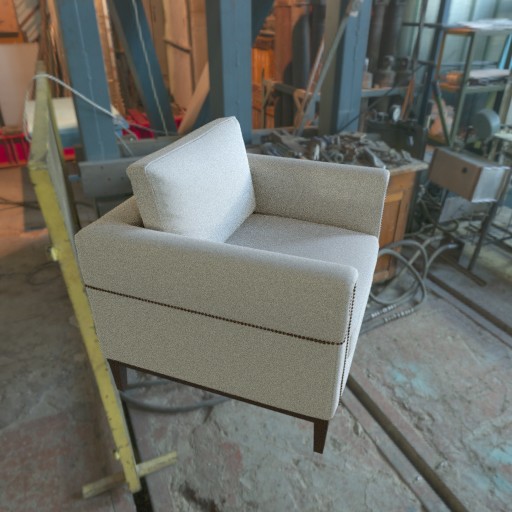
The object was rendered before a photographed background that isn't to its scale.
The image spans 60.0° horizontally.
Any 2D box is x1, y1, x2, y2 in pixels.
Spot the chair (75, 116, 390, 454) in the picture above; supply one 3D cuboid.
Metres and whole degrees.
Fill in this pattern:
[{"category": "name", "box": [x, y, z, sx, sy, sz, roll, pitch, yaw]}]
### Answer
[{"category": "chair", "box": [0.000, 0.000, 1.765, 0.896, 0.915, 0.982, 11, 32, 17]}]
